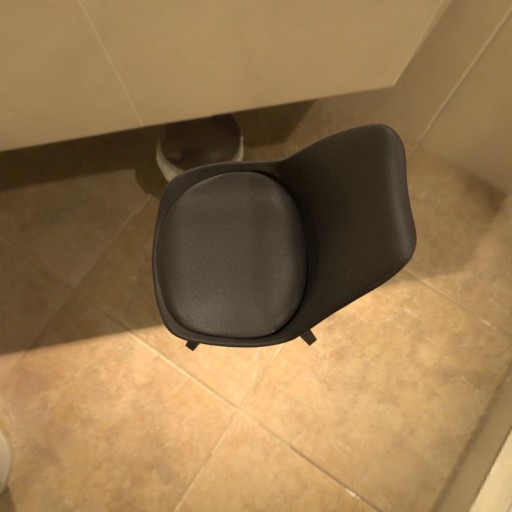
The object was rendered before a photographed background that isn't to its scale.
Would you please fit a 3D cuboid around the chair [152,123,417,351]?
[{"bbox_3d":[0.000,0.000,1.185,0.550,0.850,0.485,-2,76,-1],"label":"chair"}]
